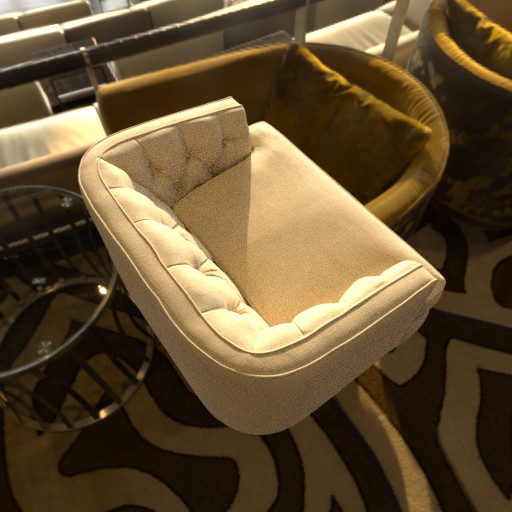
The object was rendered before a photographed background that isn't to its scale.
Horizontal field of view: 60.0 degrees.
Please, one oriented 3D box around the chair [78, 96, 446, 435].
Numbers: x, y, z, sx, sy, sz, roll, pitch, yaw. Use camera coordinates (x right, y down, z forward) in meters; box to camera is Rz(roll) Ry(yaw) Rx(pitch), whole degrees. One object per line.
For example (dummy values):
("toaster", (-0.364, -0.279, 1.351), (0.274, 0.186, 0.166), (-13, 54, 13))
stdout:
("chair", (0.000, 0.000, 1.704), (0.914, 0.787, 1.118), (-32, 62, -19))
